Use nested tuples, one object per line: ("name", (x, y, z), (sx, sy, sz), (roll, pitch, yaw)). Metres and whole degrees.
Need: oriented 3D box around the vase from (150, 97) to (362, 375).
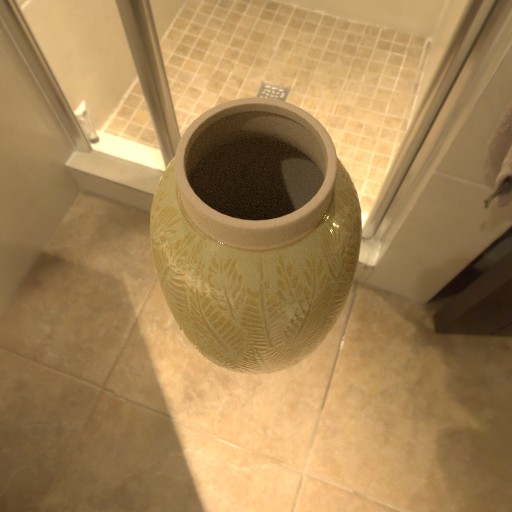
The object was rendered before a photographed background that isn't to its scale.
("vase", (0.000, 0.000, 0.382), (0.172, 0.270, 0.172), (0, 65, 0))
